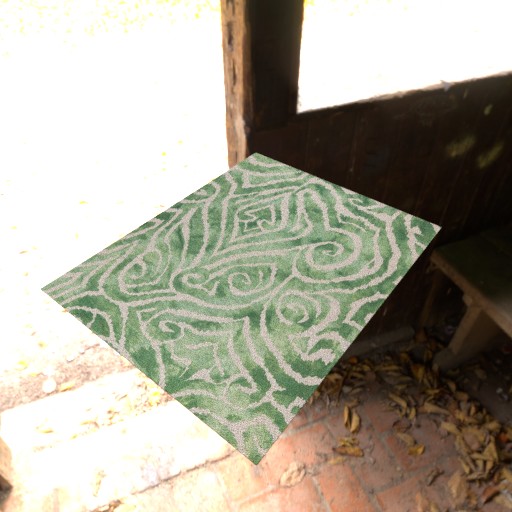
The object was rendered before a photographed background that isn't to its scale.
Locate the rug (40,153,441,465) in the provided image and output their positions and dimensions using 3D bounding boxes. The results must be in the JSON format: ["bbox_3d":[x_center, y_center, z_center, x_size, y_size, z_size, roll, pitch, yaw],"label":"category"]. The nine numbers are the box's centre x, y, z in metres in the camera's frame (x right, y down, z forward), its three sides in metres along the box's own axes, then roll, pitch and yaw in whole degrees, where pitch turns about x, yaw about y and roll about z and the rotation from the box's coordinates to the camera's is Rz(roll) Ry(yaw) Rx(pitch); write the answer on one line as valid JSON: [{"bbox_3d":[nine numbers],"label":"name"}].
[{"bbox_3d":[0.000,0.000,4.223,2.436,0.007,3.045,28,50,27],"label":"rug"}]
